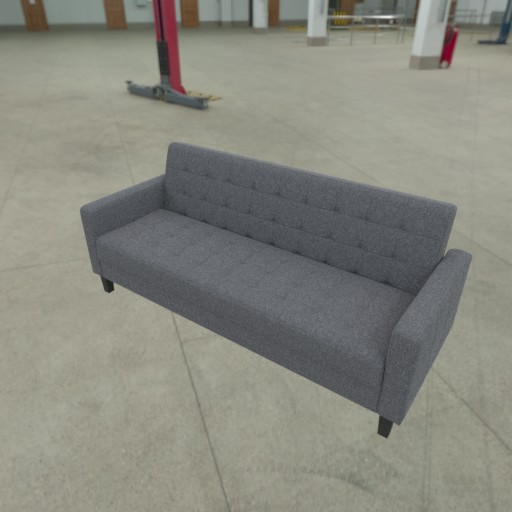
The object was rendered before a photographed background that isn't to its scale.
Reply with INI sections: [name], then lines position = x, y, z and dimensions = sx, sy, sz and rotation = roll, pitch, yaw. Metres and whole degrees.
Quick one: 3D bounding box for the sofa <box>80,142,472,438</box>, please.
[sofa]
position = 0.000, 0.000, 2.456
dimensions = 2.040, 0.850, 0.810
rotation = 20, 36, 30
